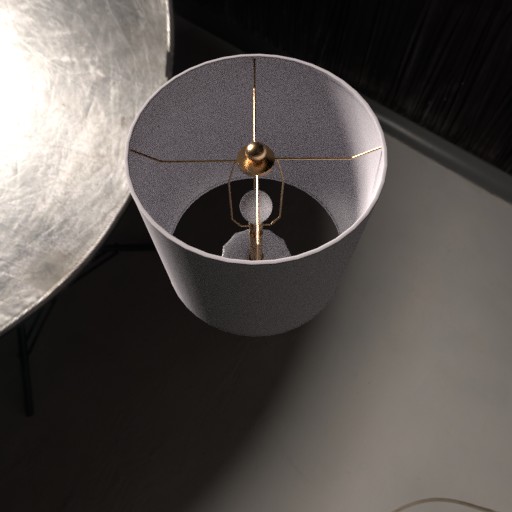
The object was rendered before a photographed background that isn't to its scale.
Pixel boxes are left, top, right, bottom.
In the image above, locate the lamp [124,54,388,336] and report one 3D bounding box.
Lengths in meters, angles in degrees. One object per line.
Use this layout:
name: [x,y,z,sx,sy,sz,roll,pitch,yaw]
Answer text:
lamp: [0.000,0.000,0.709,0.277,0.537,0.277,35,69,15]
